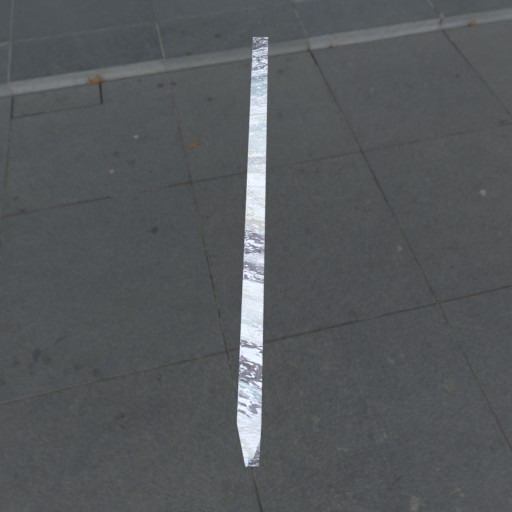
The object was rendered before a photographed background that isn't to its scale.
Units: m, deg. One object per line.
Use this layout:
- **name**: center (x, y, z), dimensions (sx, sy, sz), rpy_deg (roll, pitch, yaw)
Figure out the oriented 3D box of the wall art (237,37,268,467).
- **wall art**: center (0.000, 0.000, 1.131), dimensions (0.038, 0.598, 0.919), rpy_deg (1, 59, 1)
